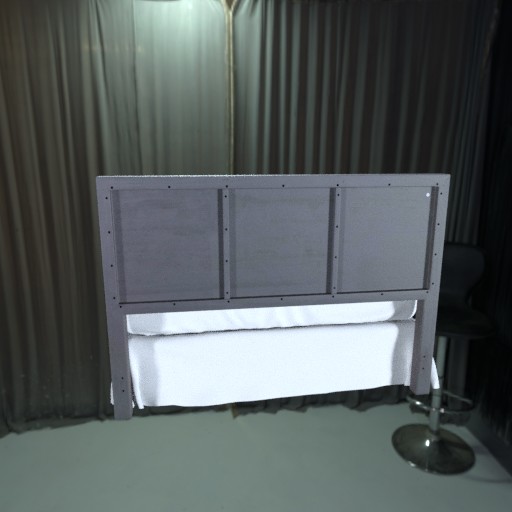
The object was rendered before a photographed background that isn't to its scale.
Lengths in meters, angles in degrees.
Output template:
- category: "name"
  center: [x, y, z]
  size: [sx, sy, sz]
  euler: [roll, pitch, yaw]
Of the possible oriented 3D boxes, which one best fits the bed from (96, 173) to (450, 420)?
- category: "bed"
  center: [0.000, 0.000, 2.957]
  size: [1.772, 1.142, 1.785]
  euler: [-2, 13, -8]
